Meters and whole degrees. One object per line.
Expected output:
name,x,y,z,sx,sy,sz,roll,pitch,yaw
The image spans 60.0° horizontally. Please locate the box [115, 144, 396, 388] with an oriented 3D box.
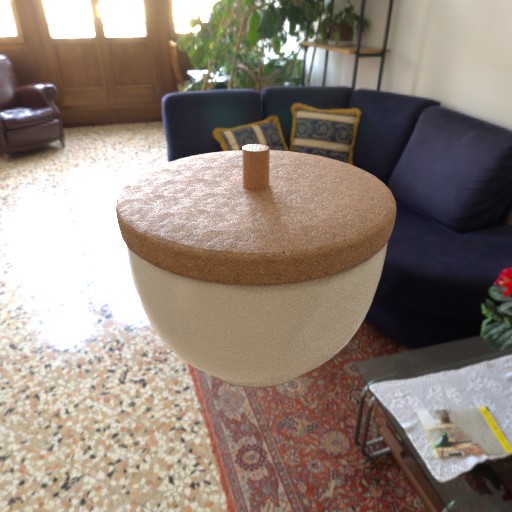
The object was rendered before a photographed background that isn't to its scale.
box,0.000,0.000,0.189,0.107,0.094,0.107,0,30,0
